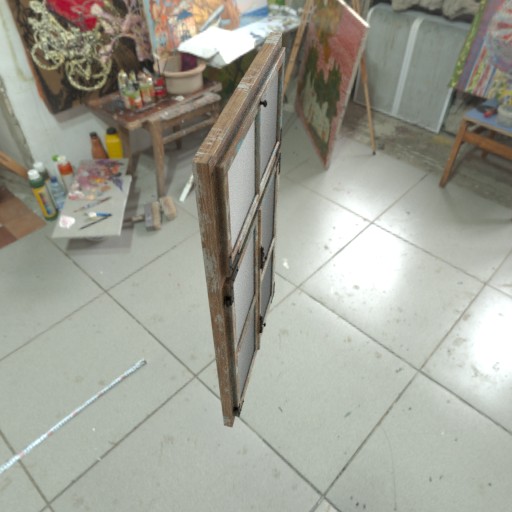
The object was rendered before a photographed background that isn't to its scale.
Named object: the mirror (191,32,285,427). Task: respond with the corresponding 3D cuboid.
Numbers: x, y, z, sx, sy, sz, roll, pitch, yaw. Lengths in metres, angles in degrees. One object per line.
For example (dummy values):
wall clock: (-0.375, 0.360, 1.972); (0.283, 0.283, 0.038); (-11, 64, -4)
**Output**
mirror: (0.000, 0.000, 1.527); (0.083, 1.213, 0.707); (10, 47, 10)
